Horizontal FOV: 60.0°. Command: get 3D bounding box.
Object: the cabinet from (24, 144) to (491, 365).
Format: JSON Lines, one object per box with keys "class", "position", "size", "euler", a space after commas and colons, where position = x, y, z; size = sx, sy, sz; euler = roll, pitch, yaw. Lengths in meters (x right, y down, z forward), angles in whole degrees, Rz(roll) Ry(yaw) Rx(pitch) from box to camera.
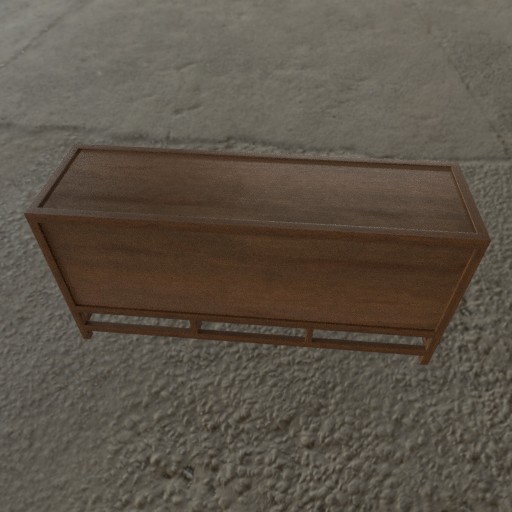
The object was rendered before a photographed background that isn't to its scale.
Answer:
{"class": "cabinet", "position": [0.000, 0.000, 2.085], "size": [1.708, 0.820, 0.522], "euler": [4, 45, 4]}
